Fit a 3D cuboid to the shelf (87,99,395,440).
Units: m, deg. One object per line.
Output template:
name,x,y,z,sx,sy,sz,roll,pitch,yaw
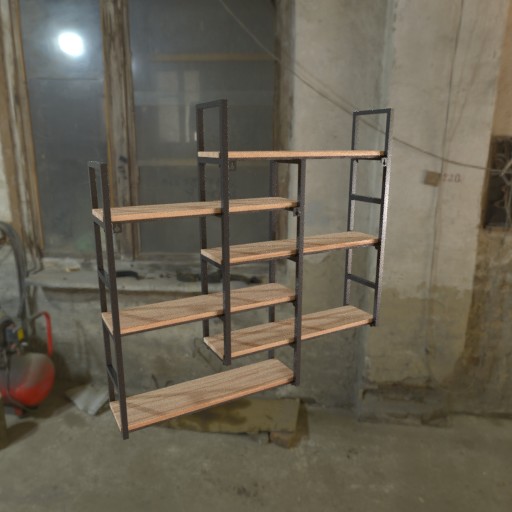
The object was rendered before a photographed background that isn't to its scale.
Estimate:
shelf,0.000,0.000,1.418,0.946,0.921,0.183,-8,16,-28
